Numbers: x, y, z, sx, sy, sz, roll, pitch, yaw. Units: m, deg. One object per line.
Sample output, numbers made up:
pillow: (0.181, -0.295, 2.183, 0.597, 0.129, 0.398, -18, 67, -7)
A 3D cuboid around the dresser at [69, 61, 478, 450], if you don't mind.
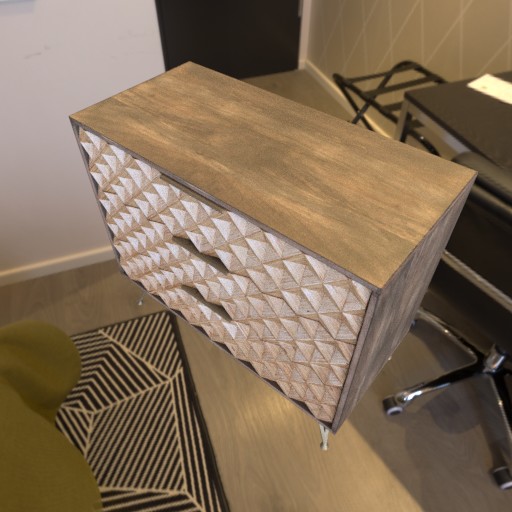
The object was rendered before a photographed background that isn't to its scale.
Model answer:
dresser: (0.000, 0.000, 1.369, 0.923, 0.801, 0.453, 31, 54, 26)
